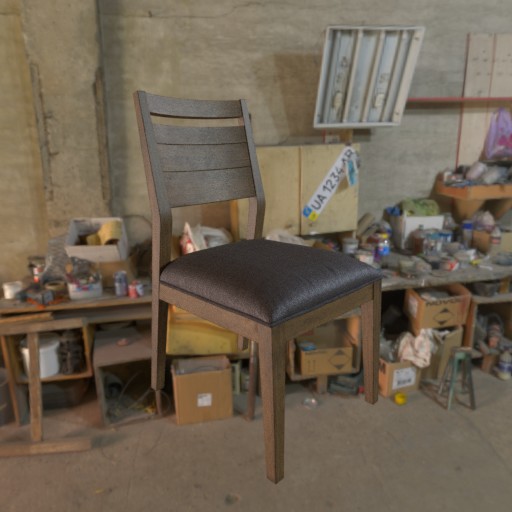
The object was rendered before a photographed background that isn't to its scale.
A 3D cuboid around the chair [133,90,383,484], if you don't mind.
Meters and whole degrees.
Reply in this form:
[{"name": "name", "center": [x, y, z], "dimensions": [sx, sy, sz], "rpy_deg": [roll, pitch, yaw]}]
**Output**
[{"name": "chair", "center": [0.000, 0.000, 1.329], "dimensions": [0.610, 0.939, 0.501], "rpy_deg": [14, 20, 42]}]
